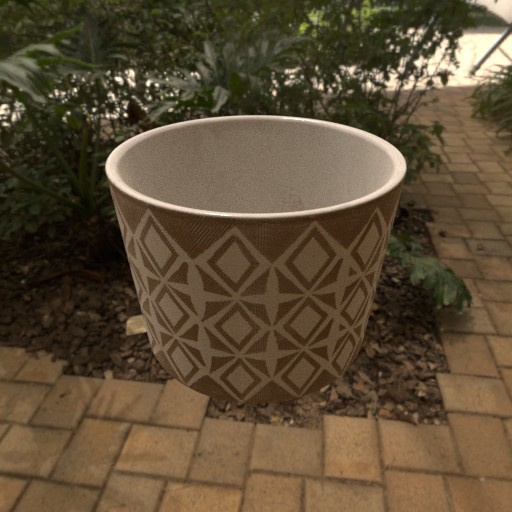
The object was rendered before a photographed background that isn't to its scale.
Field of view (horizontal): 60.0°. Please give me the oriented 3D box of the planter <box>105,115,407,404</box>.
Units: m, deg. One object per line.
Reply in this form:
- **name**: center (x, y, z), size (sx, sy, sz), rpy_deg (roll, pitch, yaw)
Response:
- **planter**: center (0.000, 0.000, 0.455), size (0.260, 0.220, 0.260), rpy_deg (0, 32, 0)
